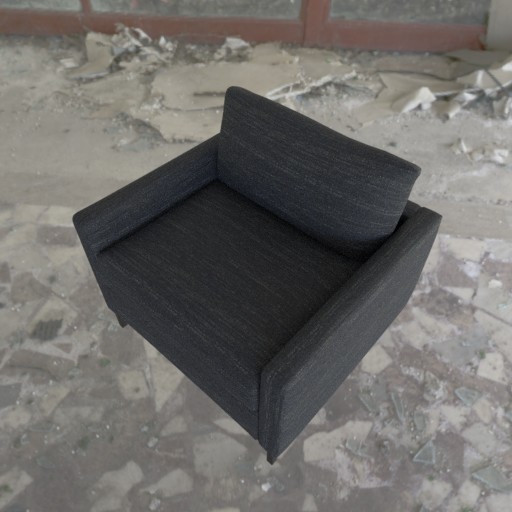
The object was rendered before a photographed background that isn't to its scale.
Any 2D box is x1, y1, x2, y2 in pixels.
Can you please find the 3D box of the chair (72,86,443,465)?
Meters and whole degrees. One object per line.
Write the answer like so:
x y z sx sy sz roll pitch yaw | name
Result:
0.000 0.000 1.618 0.963 0.861 0.866 33 55 27 | chair
